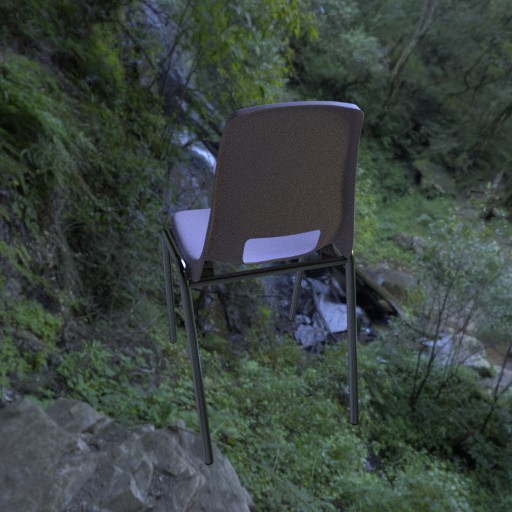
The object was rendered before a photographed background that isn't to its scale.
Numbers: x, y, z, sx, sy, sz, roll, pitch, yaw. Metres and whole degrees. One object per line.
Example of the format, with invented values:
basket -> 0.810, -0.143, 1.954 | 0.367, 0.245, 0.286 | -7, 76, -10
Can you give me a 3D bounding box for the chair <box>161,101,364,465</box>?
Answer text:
chair -> 0.000, 0.000, 0.974 | 0.381, 0.704, 0.436 | -8, 29, -16
